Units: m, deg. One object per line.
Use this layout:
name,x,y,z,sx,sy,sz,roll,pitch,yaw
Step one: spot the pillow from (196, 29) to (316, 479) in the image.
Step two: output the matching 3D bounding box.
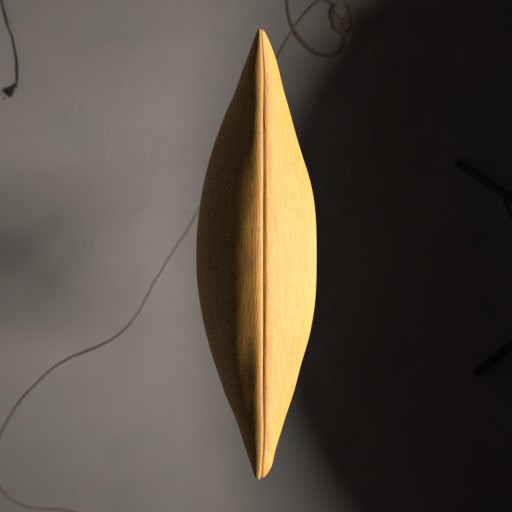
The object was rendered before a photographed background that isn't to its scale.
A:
pillow,0.000,0.000,0.785,0.210,0.354,0.634,0,90,0
